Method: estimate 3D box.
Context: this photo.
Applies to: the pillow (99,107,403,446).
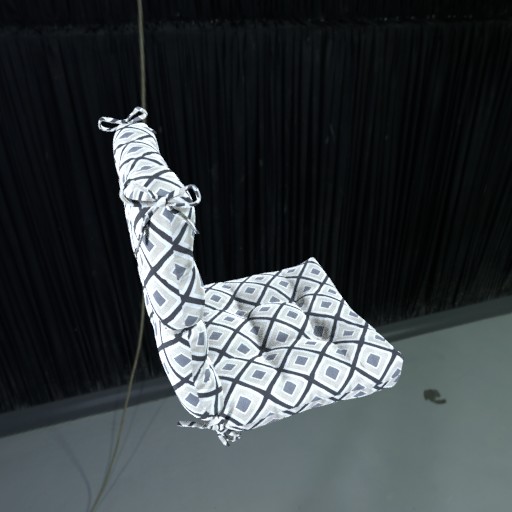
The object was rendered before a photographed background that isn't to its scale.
[{"bbox_3d":[0.000,0.000,1.011,0.571,0.605,0.519,-11,32,-17],"label":"pillow"}]
